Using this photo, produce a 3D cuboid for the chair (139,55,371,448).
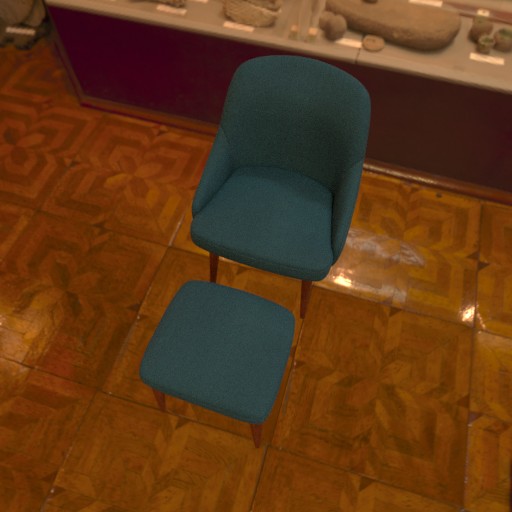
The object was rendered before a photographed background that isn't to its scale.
[{"bbox_3d":[0.000,0.000,1.605,0.584,0.866,1.114,17,61,10],"label":"chair"}]
